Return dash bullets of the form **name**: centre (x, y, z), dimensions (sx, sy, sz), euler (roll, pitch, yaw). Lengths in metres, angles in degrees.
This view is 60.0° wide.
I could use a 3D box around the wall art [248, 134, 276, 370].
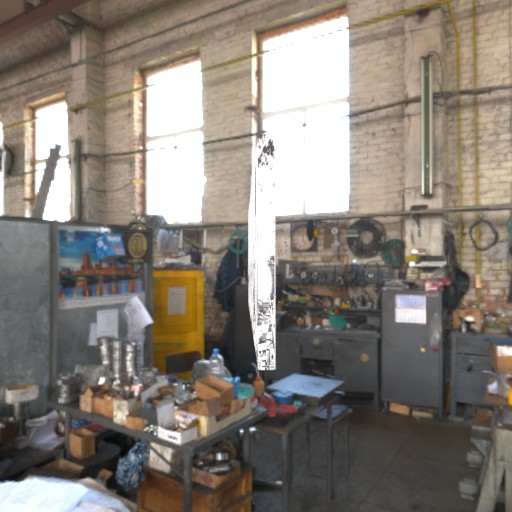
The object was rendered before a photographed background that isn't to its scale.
- **wall art**: centre (0.000, 0.000, 1.712), dimensions (0.039, 0.507, 1.520), euler (0, -1, -2)
